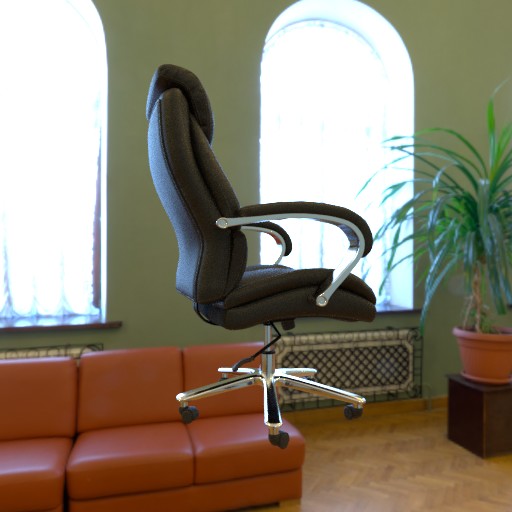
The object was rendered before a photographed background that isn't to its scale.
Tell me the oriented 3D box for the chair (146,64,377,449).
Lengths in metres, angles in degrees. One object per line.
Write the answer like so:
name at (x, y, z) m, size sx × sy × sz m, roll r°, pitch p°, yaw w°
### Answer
chair at (0.000, 0.000, 1.672) m, size 0.790 × 1.183 × 0.755 m, roll 0°, pitch 0°, yaw -18°
